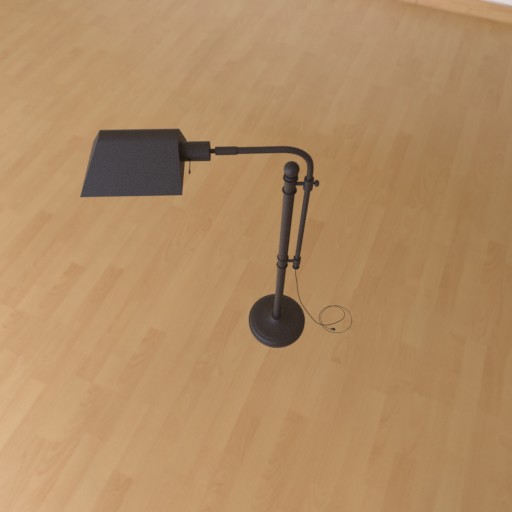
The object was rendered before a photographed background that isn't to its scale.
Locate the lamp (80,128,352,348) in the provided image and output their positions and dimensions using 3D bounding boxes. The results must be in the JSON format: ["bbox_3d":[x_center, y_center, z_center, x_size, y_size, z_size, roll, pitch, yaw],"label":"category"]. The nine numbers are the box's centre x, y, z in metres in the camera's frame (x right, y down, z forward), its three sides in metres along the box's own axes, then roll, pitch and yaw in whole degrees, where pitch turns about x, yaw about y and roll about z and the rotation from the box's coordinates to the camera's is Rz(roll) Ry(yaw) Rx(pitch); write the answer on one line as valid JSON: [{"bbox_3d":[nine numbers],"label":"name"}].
[{"bbox_3d":[0.000,0.000,0.956,0.545,0.708,0.159,-1,58,-1],"label":"lamp"}]
